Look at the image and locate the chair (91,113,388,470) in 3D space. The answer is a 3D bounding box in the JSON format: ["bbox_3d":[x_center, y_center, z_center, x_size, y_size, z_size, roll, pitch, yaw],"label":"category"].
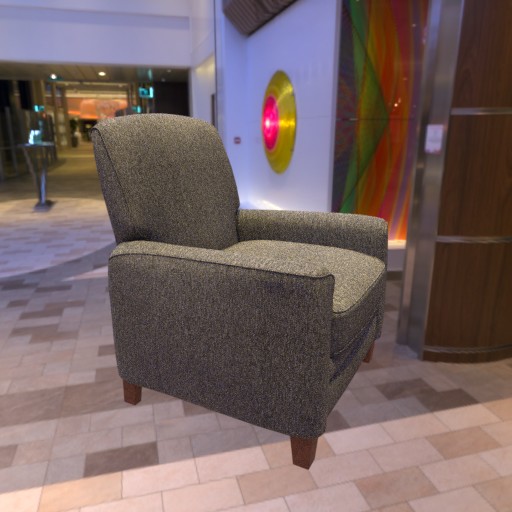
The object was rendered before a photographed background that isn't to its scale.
[{"bbox_3d":[0.000,0.000,1.637,0.864,1.014,0.848,8,18,27],"label":"chair"}]
